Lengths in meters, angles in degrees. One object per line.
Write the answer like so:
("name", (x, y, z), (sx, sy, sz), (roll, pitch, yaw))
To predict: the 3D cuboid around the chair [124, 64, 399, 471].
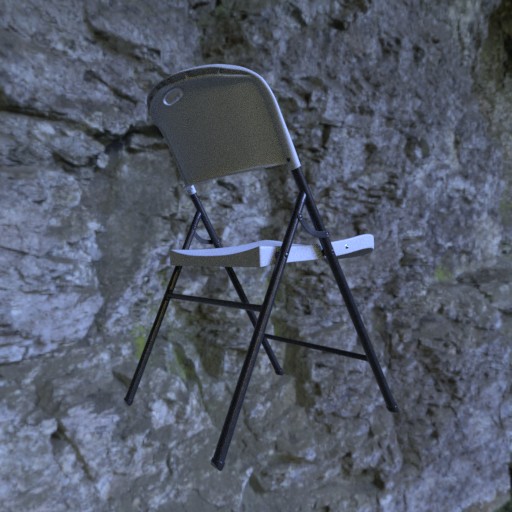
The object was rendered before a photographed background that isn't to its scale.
("chair", (0.000, 0.000, 1.182), (0.566, 0.810, 0.494), (0, -1, -37))
